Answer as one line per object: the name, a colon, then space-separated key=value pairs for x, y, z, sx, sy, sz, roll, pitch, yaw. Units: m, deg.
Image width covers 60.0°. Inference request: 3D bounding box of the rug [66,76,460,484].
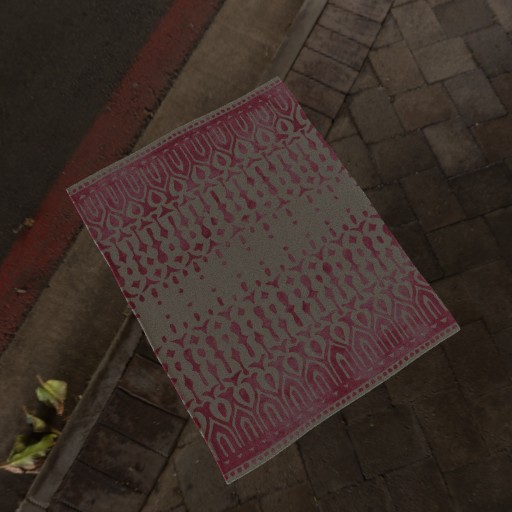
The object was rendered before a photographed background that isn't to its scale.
rug: x=0.000 y=0.000 z=4.125 sx=2.441 sy=0.016 sz=3.095 roll=-31 pitch=77 yaw=-8
